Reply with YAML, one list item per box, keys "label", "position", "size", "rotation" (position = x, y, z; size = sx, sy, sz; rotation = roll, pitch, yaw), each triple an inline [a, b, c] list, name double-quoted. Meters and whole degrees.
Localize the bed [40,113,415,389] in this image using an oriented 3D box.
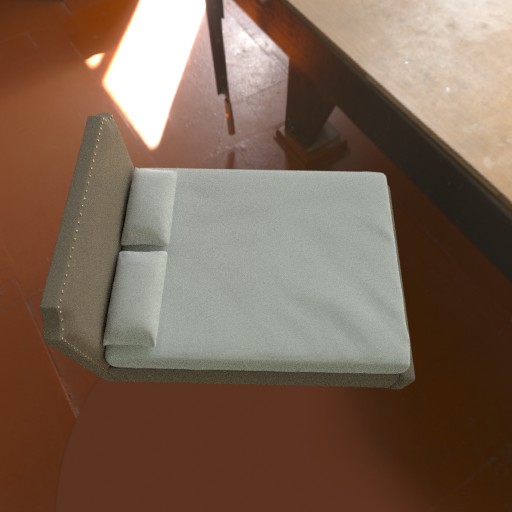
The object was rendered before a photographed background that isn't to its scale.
- label: "bed"
  position: [0.000, 0.000, 3.335]
  size: [2.329, 1.415, 1.703]
  rotation: [1, 64, 1]
